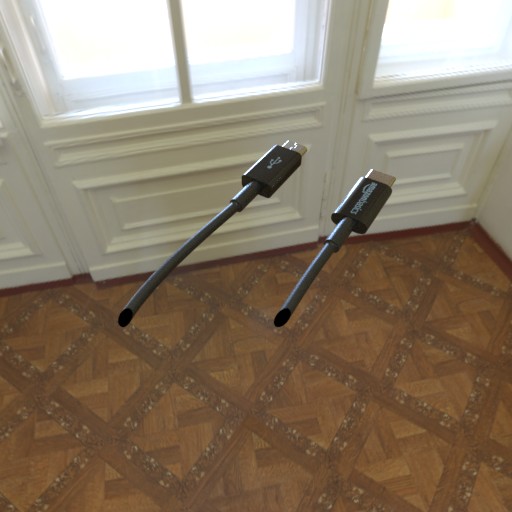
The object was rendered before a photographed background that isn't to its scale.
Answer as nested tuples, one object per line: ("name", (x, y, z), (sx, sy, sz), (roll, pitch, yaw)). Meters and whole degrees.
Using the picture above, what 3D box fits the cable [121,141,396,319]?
("cable", (0.000, 0.000, 0.113), (0.040, 0.006, 0.098), (25, 52, 21))
